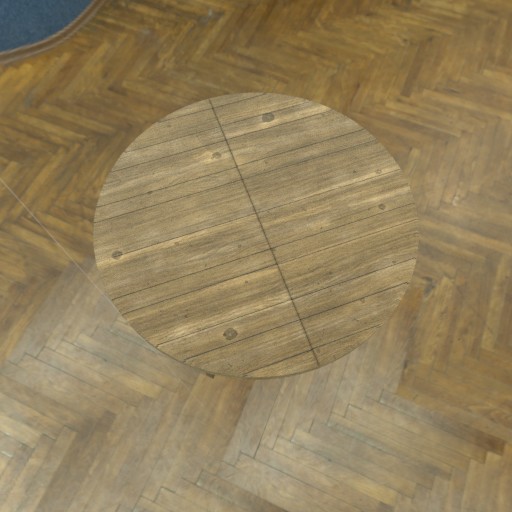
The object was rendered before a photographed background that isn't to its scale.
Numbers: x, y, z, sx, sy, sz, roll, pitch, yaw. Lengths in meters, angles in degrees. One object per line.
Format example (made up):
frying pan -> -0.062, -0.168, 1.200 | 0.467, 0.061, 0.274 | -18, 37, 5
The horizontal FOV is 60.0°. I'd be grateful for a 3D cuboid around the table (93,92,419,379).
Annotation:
table -> 0.000, 0.000, 2.015 | 1.213, 0.764, 1.213 | 0, 65, 0
